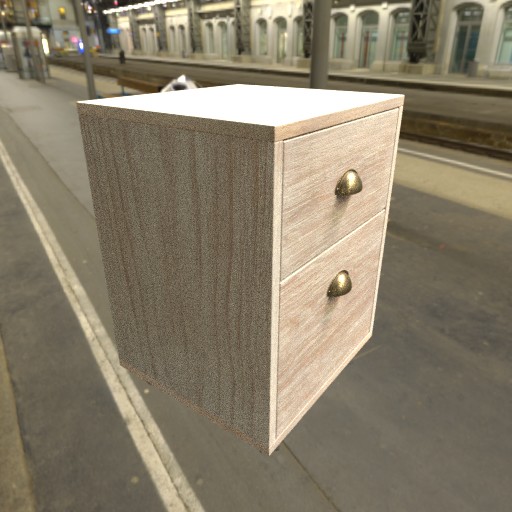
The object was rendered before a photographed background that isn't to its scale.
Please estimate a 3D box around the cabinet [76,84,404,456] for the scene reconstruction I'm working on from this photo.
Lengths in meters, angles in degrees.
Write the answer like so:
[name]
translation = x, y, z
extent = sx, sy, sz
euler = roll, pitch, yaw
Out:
[cabinet]
translation = 0.000, 0.000, 0.861
extent = 0.401, 0.579, 0.409
euler = 18, 31, 32
